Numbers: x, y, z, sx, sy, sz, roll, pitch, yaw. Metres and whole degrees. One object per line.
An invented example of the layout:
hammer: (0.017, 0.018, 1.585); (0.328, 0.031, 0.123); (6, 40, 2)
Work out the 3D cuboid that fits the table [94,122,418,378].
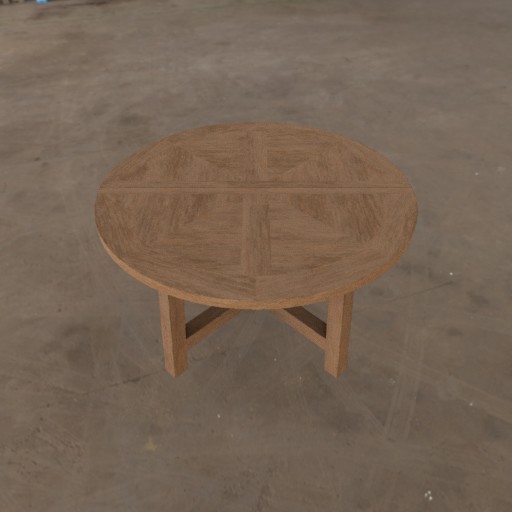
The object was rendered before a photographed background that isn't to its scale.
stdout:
table: (0.000, 0.000, 2.119); (1.319, 0.762, 1.319); (0, 40, 0)
